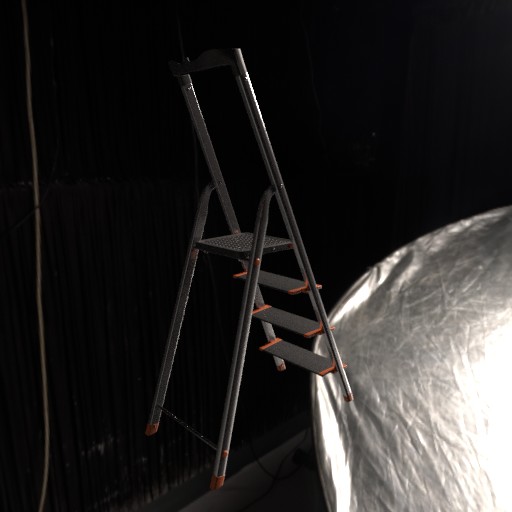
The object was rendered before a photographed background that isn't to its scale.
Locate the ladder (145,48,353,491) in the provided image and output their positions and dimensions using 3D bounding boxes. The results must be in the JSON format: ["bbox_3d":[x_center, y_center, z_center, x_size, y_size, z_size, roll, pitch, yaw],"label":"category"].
[{"bbox_3d":[0.000,0.000,1.781,0.834,1.429,0.452,-12,18,-43],"label":"ladder"}]
